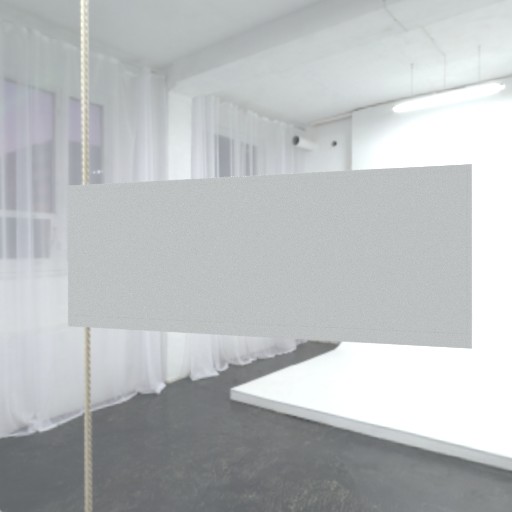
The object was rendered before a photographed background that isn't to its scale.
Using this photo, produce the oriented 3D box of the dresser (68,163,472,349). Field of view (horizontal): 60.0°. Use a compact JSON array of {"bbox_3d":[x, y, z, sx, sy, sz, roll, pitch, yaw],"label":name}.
[{"bbox_3d":[0.000,0.000,2.568,2.200,0.840,0.500,0,0,17],"label":"dresser"}]
